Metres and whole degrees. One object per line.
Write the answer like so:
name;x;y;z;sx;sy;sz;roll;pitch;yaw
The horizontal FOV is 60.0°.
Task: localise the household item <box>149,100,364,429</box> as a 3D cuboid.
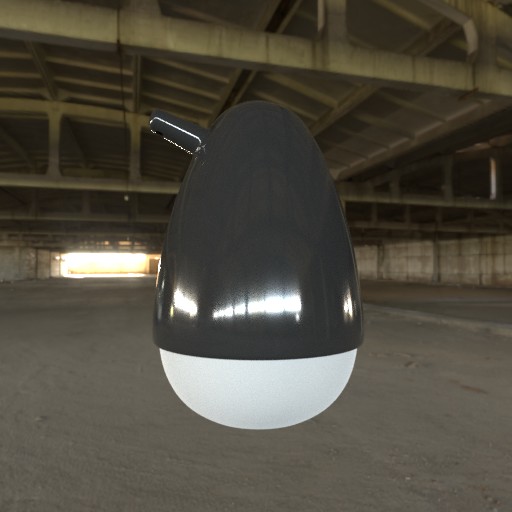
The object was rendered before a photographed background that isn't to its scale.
household item;0.000;0.000;0.219;0.104;0.152;0.102;0;-1;-16
